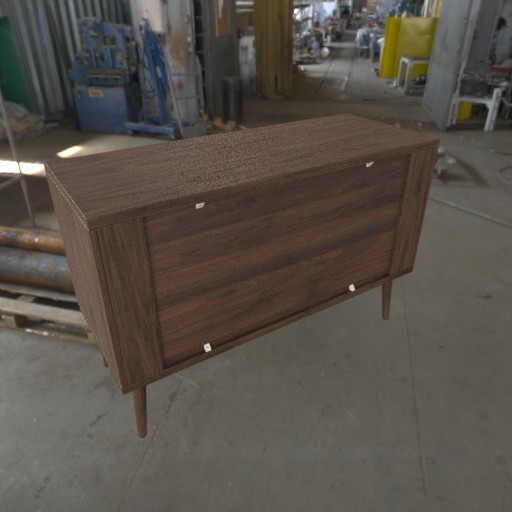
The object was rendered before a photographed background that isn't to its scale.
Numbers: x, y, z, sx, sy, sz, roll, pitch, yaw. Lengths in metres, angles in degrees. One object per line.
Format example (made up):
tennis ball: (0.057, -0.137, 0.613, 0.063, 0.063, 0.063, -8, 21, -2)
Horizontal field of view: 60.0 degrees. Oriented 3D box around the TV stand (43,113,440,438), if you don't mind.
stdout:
TV stand: (0.000, 0.000, 1.342, 0.990, 0.660, 0.405, -18, 34, -28)
